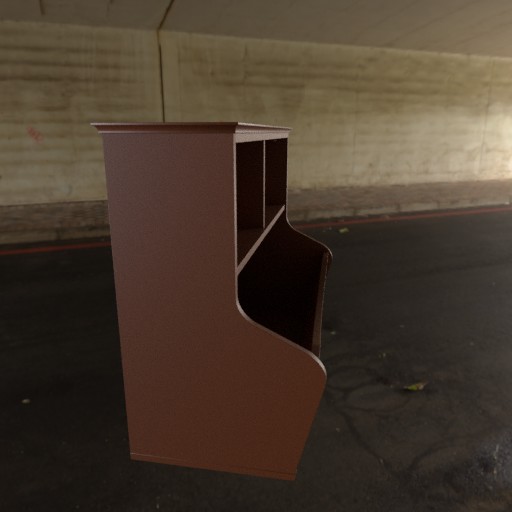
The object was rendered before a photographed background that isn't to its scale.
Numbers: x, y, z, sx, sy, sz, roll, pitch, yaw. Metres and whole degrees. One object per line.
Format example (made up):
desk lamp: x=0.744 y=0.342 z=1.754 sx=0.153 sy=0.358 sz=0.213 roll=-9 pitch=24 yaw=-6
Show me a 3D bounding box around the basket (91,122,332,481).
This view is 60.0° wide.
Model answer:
basket: x=0.000 y=0.000 z=1.109 sx=0.376 sy=0.625 sz=0.792 roll=3 pitch=16 yaw=10
